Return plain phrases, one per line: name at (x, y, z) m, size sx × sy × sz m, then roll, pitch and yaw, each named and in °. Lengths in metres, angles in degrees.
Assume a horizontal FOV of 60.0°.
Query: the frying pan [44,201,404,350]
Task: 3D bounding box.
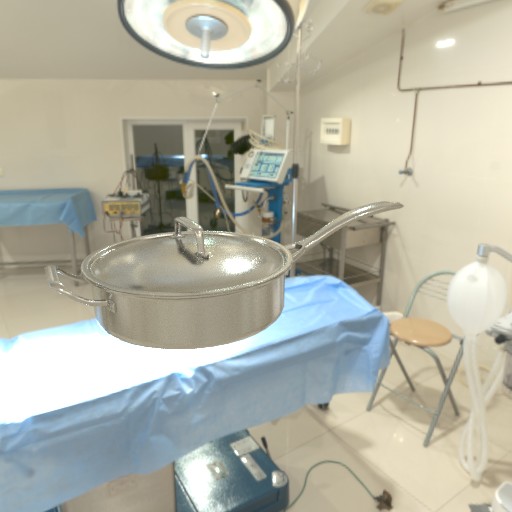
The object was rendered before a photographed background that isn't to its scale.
frying pan at (0.000, 0.000, 0.573) m, size 0.492 × 0.111 × 0.245 m, roll -9°, pitch 19°, yaw -27°
